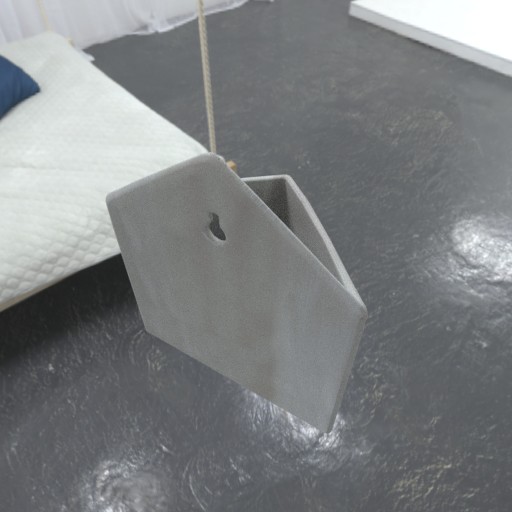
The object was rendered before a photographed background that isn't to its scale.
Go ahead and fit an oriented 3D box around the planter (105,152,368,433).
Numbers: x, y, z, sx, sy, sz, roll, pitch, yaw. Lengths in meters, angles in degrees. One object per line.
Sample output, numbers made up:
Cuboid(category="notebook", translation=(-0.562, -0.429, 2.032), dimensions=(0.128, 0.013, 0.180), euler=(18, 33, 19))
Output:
Cuboid(category="planter", translation=(0.000, 0.000, 0.280), dimensions=(0.163, 0.194, 0.080), euler=(24, 51, 21))
